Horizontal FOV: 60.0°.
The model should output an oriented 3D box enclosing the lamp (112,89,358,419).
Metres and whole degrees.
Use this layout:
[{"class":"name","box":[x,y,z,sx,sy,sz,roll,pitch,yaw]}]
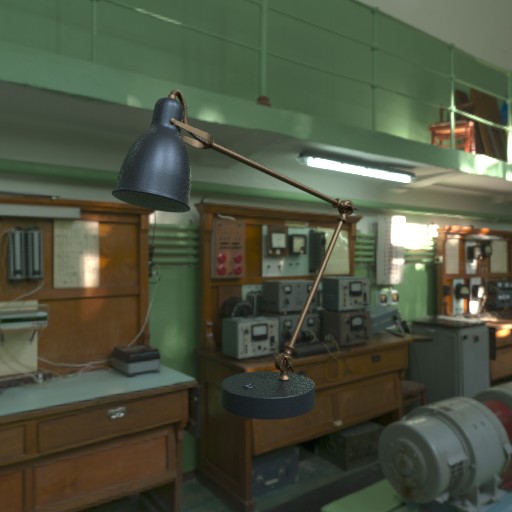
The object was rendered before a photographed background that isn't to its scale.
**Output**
[{"class":"lamp","box":[0.000,0.000,0.870,0.561,0.587,0.187,0,0,-36]}]
